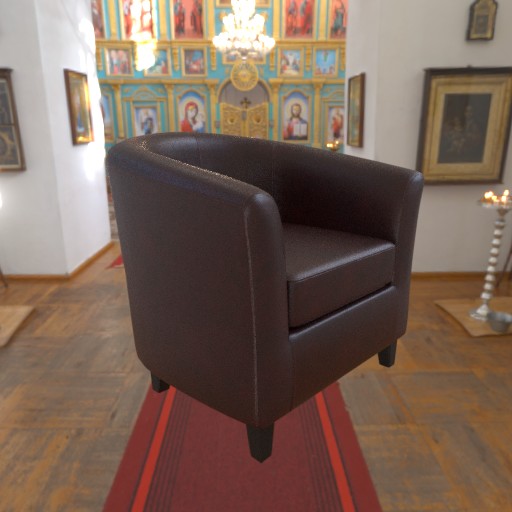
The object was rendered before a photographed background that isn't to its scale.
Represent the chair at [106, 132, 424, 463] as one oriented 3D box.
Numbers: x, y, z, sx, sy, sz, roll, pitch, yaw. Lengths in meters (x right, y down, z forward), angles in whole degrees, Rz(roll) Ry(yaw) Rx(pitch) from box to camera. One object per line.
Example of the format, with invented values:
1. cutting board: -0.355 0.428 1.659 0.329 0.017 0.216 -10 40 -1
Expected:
1. chair: 0.000 0.000 1.389 0.727 0.756 0.792 14 20 42
